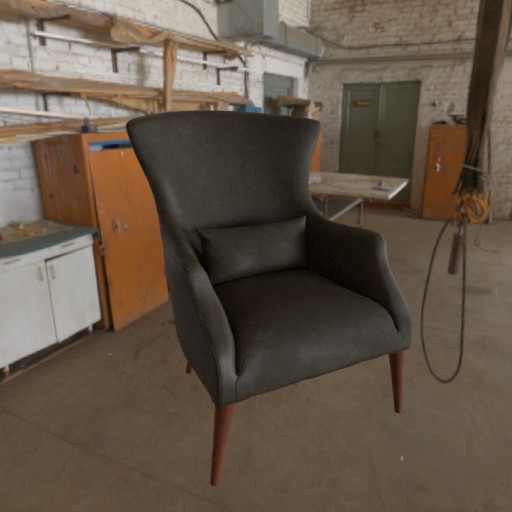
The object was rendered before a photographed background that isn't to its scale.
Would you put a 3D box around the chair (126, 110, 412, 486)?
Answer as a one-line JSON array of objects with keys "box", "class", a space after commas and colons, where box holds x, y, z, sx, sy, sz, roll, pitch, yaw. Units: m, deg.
[{"box": [0.000, 0.000, 1.697, 0.819, 1.068, 0.954, -9, 20, -26], "class": "chair"}]
